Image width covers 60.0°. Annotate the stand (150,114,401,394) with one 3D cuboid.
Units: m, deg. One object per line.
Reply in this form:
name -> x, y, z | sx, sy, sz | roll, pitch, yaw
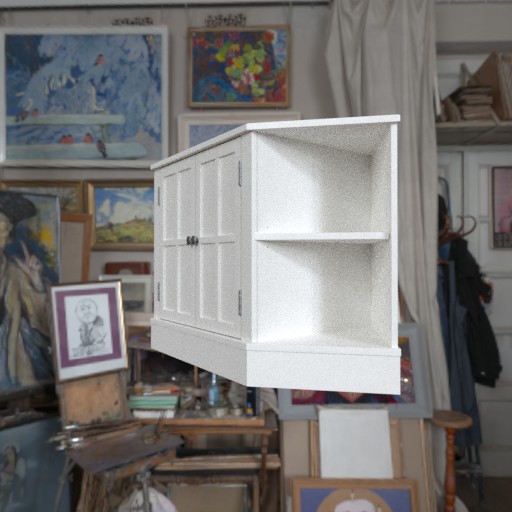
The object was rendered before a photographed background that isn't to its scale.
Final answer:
stand -> 0.000, 0.000, 1.401 | 0.477, 0.614, 1.072 | 0, -1, -36
